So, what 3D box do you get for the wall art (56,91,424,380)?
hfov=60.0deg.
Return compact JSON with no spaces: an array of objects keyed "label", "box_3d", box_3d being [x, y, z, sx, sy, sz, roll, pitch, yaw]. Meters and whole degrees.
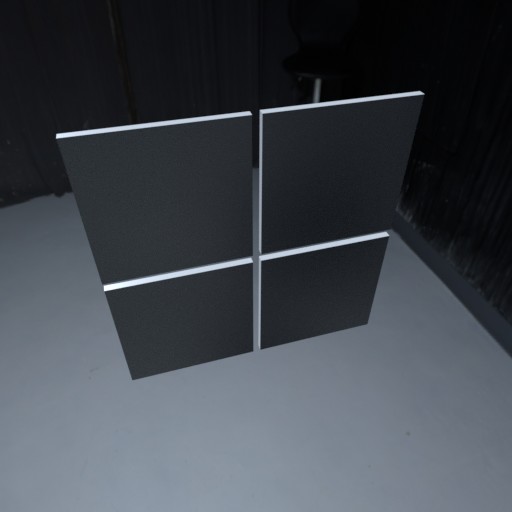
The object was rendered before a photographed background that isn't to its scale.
[{"label":"wall art","box_3d":[0.000,0.000,1.675,1.118,1.118,0.029,-11,42,-12]}]
